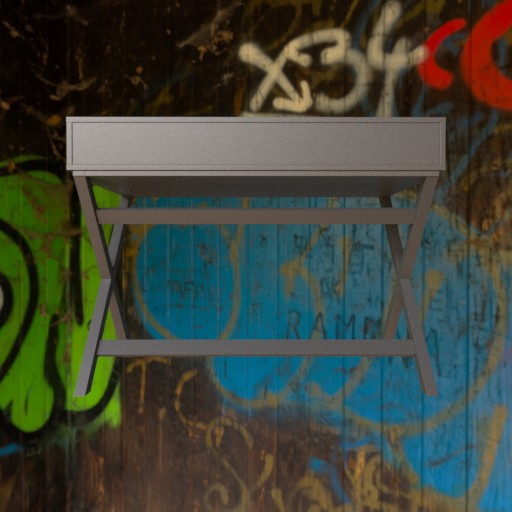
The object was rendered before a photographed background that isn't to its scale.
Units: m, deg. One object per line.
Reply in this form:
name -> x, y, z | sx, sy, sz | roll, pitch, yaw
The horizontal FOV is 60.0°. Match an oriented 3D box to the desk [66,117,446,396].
desk -> 0.000, 0.000, 1.500 | 1.057, 0.780, 0.525 | 0, 1, 0
